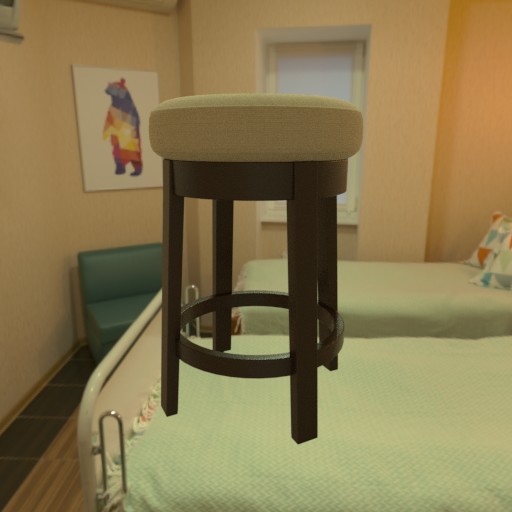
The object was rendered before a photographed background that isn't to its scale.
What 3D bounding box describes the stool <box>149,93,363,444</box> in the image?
[{"bbox_3d":[0.000,0.000,0.978,0.449,0.655,0.449,0,15,0],"label":"stool"}]
